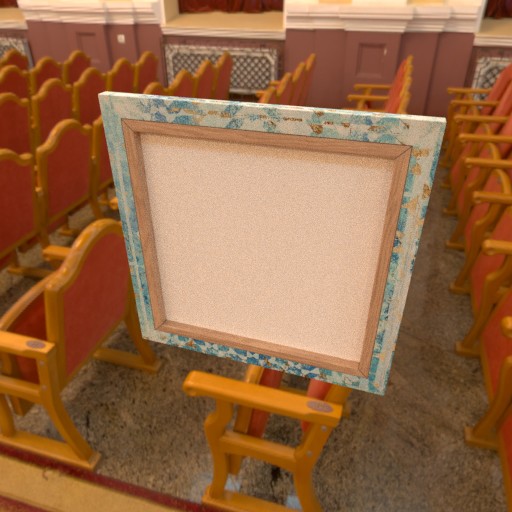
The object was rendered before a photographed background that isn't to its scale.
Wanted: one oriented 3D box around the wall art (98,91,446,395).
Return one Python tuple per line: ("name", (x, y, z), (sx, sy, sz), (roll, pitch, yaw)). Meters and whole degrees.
("wall art", (0.000, 0.000, 1.380), (0.916, 0.916, 0.040), (10, 34, 15))
